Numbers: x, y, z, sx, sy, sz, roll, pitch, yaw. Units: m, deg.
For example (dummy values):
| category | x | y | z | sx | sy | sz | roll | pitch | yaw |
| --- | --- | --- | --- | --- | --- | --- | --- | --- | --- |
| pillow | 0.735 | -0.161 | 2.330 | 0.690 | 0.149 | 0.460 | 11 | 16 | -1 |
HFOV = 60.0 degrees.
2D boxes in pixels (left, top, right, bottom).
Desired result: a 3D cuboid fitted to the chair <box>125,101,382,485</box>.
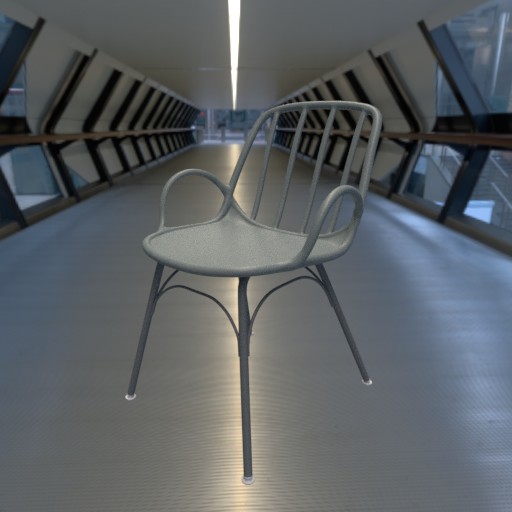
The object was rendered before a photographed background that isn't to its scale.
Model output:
| category | x | y | z | sx | sy | sz | roll | pitch | yaw |
| --- | --- | --- | --- | --- | --- | --- | --- | --- | --- |
| chair | 0.000 | 0.000 | 1.212 | 0.549 | 0.816 | 0.597 | 15 | 22 | 39 |
